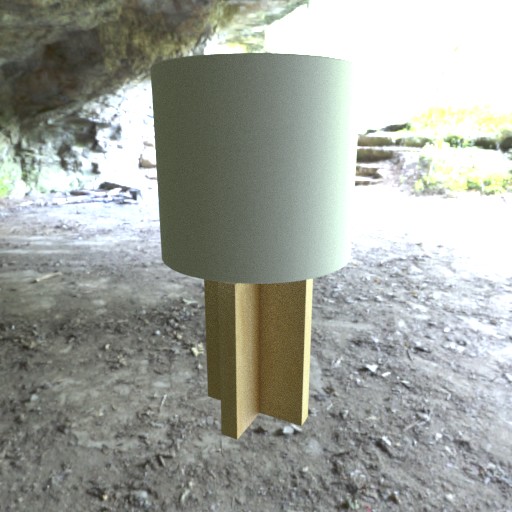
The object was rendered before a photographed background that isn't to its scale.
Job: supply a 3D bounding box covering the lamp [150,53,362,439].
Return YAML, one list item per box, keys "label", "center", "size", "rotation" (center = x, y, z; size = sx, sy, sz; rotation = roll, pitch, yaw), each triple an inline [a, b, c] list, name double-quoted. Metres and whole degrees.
- label: "lamp"
  center: [0.000, 0.000, 0.549]
  size: [0.229, 0.428, 0.229]
  rotation: [8, 18, 26]
